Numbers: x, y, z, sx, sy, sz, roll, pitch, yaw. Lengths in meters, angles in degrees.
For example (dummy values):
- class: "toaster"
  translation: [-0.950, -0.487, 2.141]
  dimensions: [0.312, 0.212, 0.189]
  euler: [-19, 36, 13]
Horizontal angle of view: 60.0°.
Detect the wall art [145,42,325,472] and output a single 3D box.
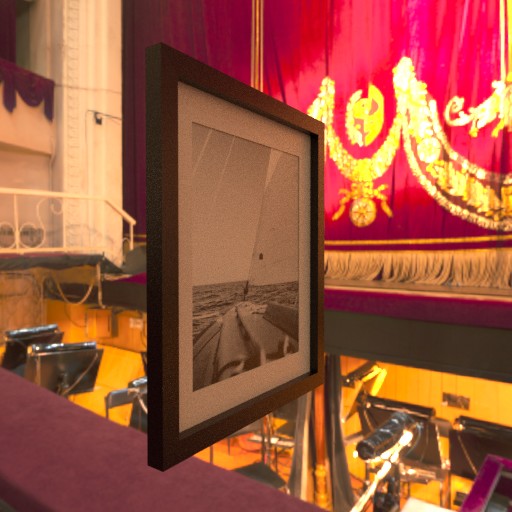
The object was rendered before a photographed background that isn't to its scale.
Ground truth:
- class: "wall art"
  translation: [0.000, 0.000, 0.771]
  dimensions: [0.031, 0.558, 0.461]
  euler: [1, 2, 36]
